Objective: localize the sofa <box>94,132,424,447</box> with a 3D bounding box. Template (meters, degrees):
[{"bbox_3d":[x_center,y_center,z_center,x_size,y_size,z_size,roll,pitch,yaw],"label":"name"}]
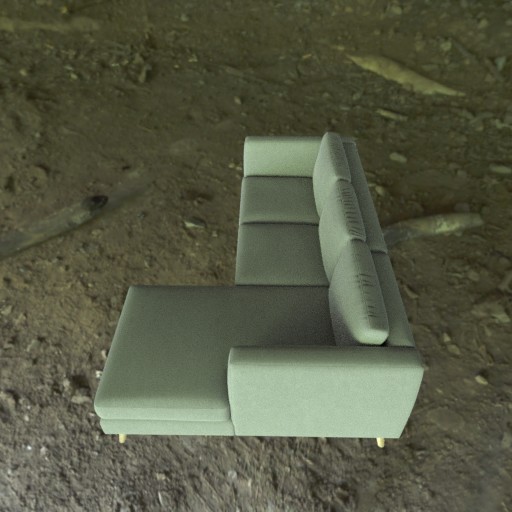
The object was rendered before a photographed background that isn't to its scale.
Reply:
[{"bbox_3d":[0.000,0.000,3.008,1.580,0.860,2.300,1,42,1],"label":"sofa"}]
